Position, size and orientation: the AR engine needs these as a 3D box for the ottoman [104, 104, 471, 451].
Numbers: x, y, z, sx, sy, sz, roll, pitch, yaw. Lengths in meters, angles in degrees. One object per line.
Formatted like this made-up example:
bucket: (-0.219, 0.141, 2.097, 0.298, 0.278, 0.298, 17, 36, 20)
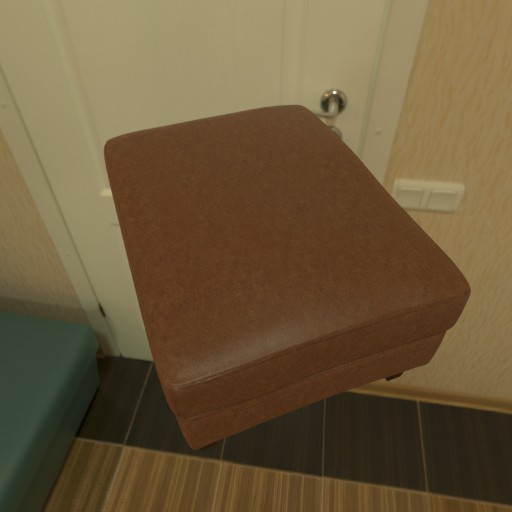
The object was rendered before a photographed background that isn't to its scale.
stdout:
ottoman: (0.000, 0.000, 1.216, 0.650, 0.485, 0.851, -15, 48, -14)
